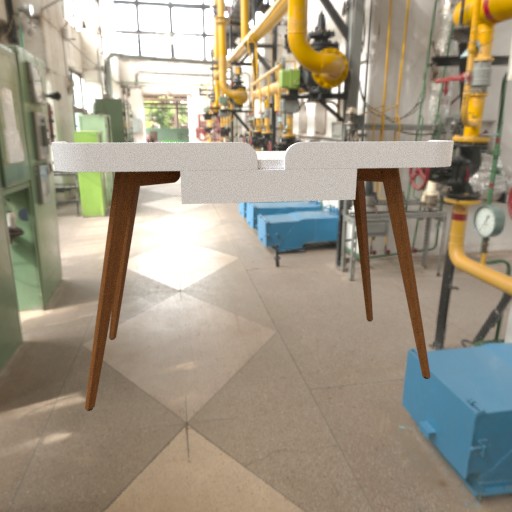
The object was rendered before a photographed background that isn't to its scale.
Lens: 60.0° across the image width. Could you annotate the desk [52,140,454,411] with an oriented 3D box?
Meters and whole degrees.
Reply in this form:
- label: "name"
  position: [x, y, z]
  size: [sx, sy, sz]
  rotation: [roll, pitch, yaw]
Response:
- label: "desk"
  position: [0.000, 0.000, 1.595]
  size: [1.206, 0.807, 0.534]
  rotation: [-3, 16, -9]
